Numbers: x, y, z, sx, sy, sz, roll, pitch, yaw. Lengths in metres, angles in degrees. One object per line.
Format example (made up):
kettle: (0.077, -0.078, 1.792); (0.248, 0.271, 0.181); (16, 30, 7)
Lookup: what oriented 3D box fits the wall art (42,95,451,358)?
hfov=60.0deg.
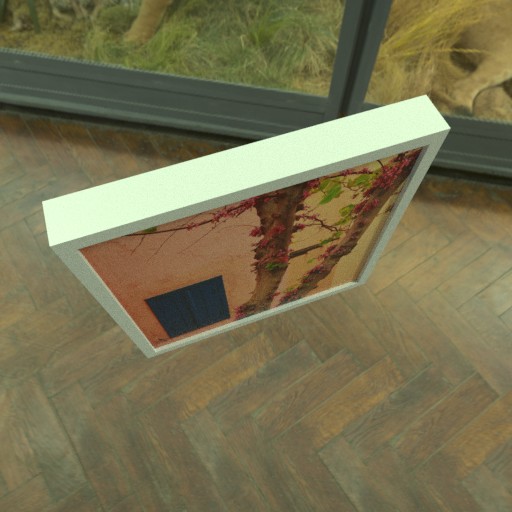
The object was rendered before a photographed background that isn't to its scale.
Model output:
wall art: (0.000, 0.000, 0.460); (0.305, 0.302, 0.038); (-18, 64, -9)
